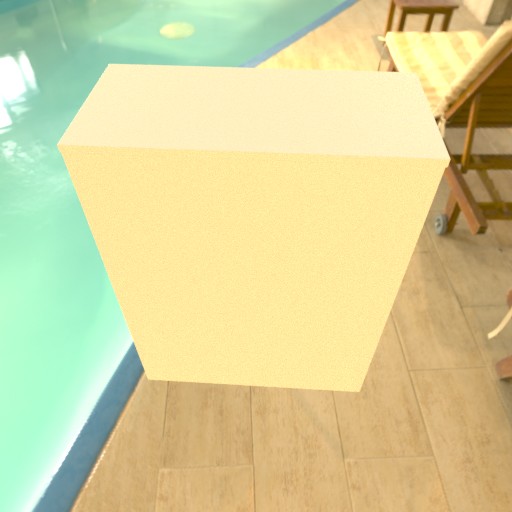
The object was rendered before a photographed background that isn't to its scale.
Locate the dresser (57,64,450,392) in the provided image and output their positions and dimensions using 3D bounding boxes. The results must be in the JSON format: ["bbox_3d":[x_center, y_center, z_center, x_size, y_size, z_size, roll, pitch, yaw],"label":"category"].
[{"bbox_3d":[0.000,0.000,1.410,0.800,1.040,0.380,3,48,2],"label":"dresser"}]
